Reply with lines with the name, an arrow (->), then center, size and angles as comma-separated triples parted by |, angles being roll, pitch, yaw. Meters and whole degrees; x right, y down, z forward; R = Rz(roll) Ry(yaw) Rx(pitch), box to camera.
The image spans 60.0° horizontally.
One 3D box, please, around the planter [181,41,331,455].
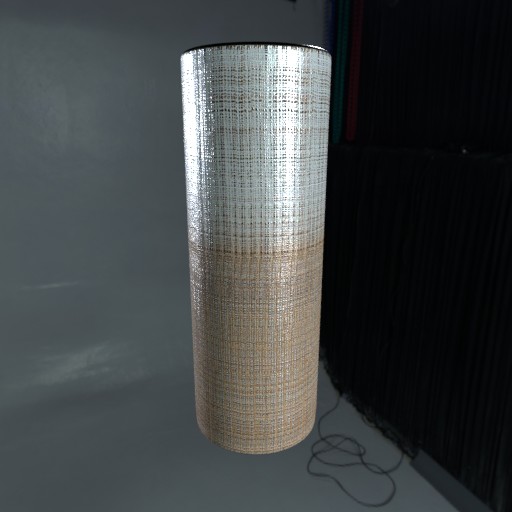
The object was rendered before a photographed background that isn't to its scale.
planter -> 0.000, 0.000, 0.332 | 0.099, 0.278, 0.099 | -8, 18, -26
